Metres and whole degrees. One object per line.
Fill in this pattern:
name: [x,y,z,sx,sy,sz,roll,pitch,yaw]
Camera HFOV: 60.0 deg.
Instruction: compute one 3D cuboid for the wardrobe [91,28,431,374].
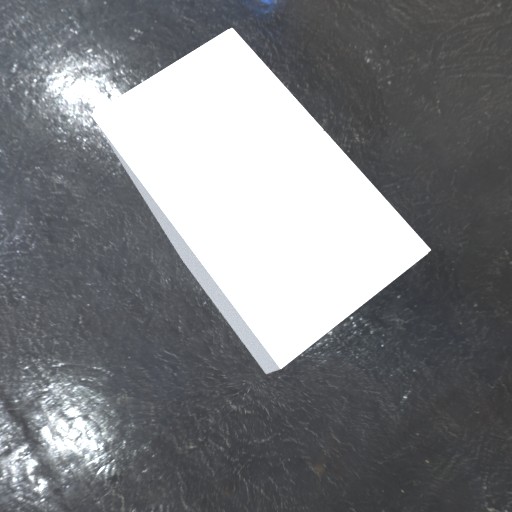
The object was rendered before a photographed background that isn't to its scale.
wardrobe: [0.000,0.000,2.230,0.577,1.808,0.991,-36,78,-9]
